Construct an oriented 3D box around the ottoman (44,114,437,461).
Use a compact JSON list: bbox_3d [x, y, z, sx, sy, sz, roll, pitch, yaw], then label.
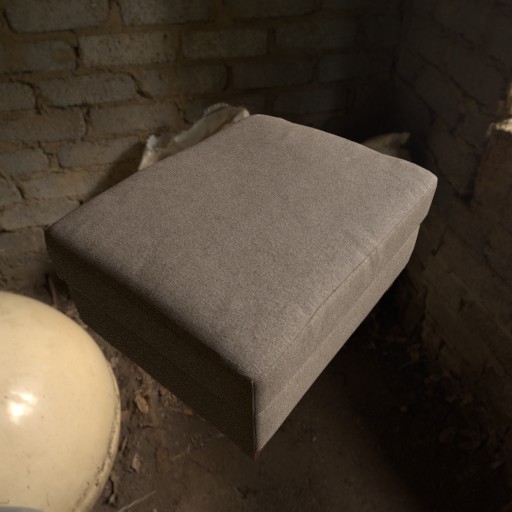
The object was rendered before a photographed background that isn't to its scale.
[{"bbox_3d":[0.000,0.000,1.306,0.692,0.511,0.889,28,49,27],"label":"ottoman"}]
